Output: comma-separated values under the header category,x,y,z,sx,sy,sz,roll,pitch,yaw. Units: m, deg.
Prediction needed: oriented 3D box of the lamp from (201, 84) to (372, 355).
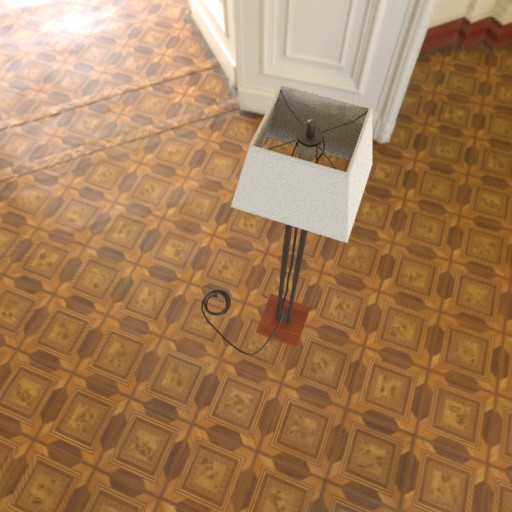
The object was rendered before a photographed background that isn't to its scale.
category,x,y,z,sx,sy,sz,roll,pitch,yaw
lamp,0.000,0.000,2.078,0.745,1.712,0.472,18,63,10
